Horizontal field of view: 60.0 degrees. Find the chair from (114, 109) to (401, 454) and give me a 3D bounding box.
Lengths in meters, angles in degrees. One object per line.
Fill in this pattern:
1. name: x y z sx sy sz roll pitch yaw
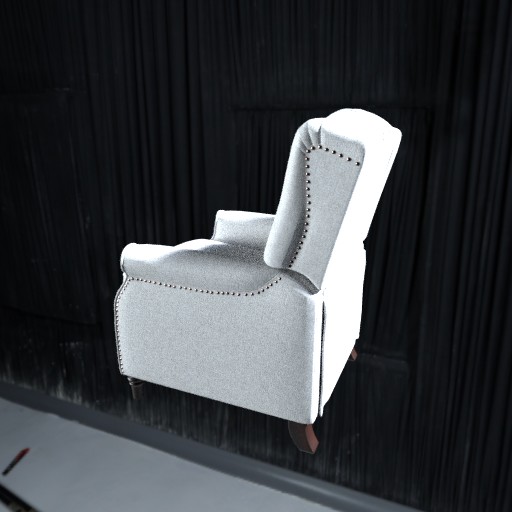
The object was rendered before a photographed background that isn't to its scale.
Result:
1. chair: 0.000 0.000 1.655 0.902 1.035 0.742 7 18 23
